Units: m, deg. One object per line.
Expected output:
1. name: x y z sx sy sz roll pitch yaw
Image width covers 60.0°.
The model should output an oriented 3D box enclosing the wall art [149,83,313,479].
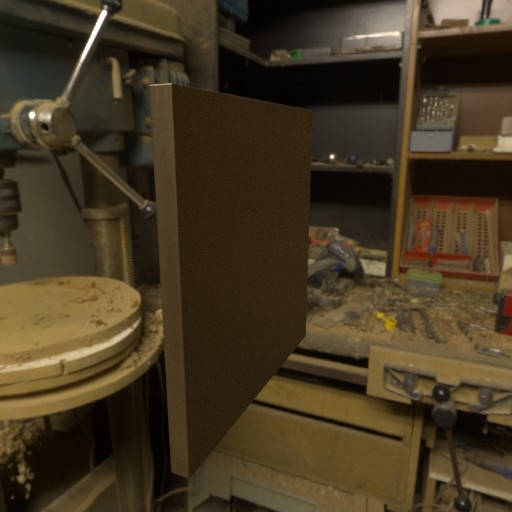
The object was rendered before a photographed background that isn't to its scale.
1. wall art: 0.000 0.000 0.767 0.030 0.506 0.503 7 16 24
